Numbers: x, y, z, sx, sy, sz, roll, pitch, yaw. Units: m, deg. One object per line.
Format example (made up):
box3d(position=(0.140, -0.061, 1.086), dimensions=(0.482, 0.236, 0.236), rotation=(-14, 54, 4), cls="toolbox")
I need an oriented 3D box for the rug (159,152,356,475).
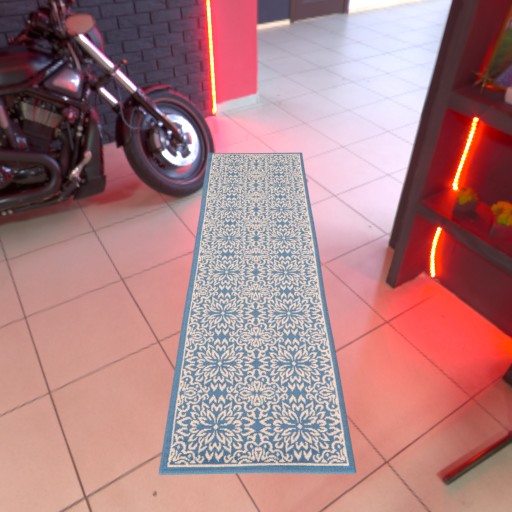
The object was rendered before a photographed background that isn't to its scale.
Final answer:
box3d(position=(0.000, 0.000, 2.301), dimensions=(0.662, 0.011, 2.196), rotation=(0, 41, 0), cls="rug")
